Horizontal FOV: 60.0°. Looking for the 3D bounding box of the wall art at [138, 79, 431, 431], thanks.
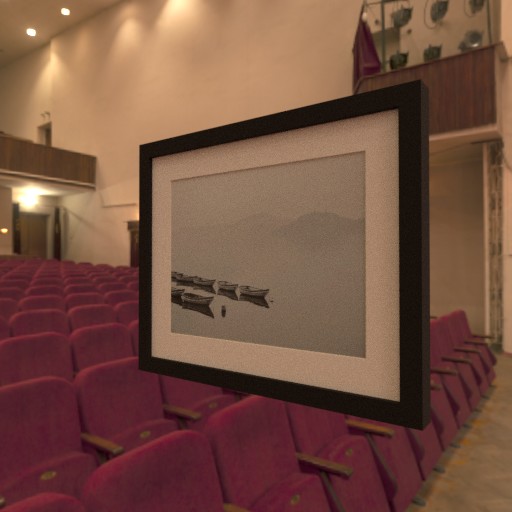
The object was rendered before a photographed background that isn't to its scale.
[{"bbox_3d":[0.000,0.000,0.536,0.397,0.325,0.028,-1,-1,36],"label":"wall art"}]
